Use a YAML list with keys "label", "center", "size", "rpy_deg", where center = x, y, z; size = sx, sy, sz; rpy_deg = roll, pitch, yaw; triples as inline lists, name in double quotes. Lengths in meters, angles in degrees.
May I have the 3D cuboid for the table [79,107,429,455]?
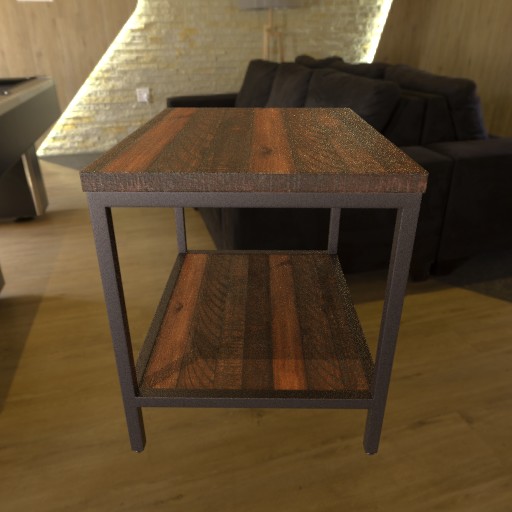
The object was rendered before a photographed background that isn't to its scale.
- label: "table"
  center: [0.000, 0.000, 1.101]
  size: [0.524, 0.612, 0.678]
  rpy_deg: [0, 26, 1]
